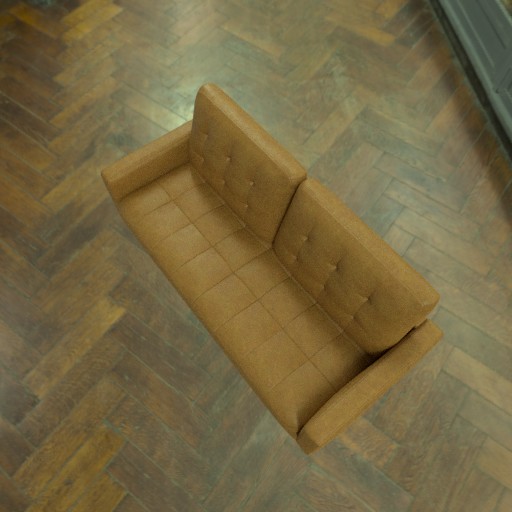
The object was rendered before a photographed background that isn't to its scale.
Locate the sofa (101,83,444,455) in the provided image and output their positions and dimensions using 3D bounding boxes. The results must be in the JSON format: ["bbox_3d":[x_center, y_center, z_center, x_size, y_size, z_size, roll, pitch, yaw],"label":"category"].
[{"bbox_3d":[0.000,0.000,2.327,0.850,0.898,1.821,-35,67,-17],"label":"sofa"}]
